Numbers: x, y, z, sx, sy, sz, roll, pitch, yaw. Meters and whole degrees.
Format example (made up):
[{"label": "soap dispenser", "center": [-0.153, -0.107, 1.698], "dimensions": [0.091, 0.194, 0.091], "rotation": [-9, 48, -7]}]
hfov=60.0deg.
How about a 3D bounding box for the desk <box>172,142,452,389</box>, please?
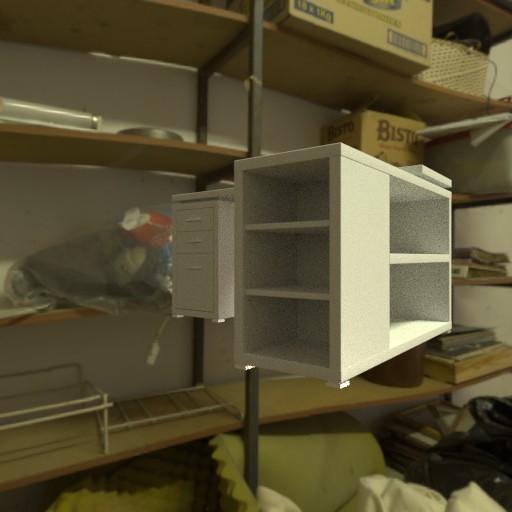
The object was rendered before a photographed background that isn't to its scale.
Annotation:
[{"label": "desk", "center": [0.000, 0.000, 2.186], "dimensions": [1.524, 0.753, 1.200], "rotation": [0, 0, 37]}]
